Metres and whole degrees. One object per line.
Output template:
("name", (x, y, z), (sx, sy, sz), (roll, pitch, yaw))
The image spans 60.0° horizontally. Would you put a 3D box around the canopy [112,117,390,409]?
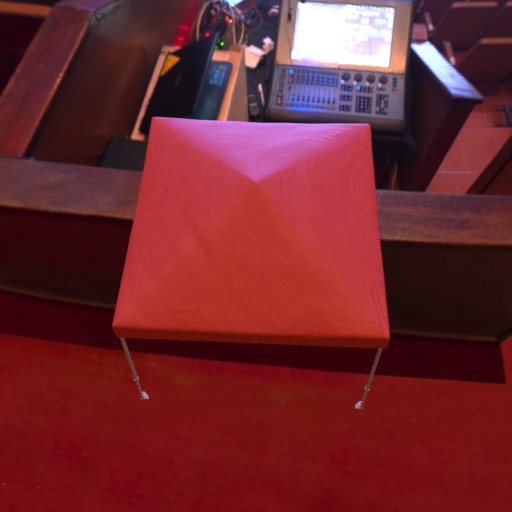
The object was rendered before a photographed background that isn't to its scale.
("canopy", (0.000, 0.000, 6.393), (3.599, 3.600, 3.600), (2, 64, 1))
